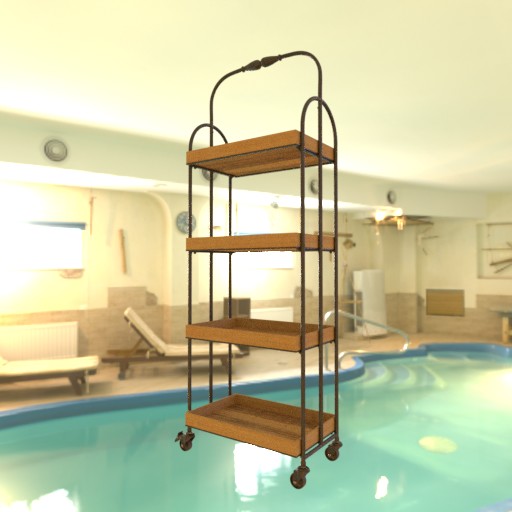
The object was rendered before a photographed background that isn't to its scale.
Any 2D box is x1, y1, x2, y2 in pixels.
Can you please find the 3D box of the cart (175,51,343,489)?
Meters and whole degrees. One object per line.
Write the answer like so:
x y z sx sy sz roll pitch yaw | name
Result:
0.000 0.000 1.665 0.581 1.481 0.308 -1 -1 35 | cart
